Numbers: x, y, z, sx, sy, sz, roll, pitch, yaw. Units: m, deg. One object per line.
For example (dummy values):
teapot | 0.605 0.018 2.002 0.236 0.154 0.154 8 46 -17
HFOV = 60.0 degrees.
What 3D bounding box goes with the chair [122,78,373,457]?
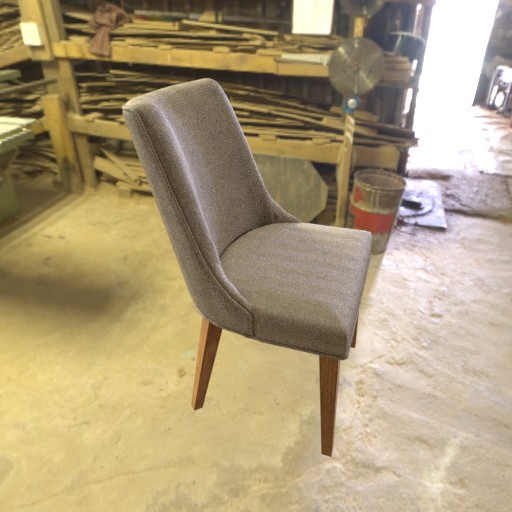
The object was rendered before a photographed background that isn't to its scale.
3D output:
chair | 0.000 0.000 1.310 0.636 0.916 0.548 10 31 16
